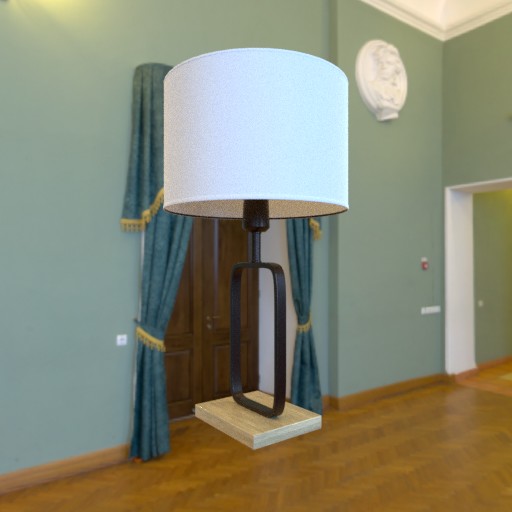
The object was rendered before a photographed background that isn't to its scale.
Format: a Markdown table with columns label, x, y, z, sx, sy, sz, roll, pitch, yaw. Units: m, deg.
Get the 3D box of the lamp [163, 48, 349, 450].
| label | x | y | z | sx | sy | sz | roll | pitch | yaw |
| --- | --- | --- | --- | --- | --- | --- | --- | --- | --- |
| lamp | 0.000 | 0.000 | 0.680 | 0.279 | 0.508 | 0.279 | 0 | -1 | -37 |
